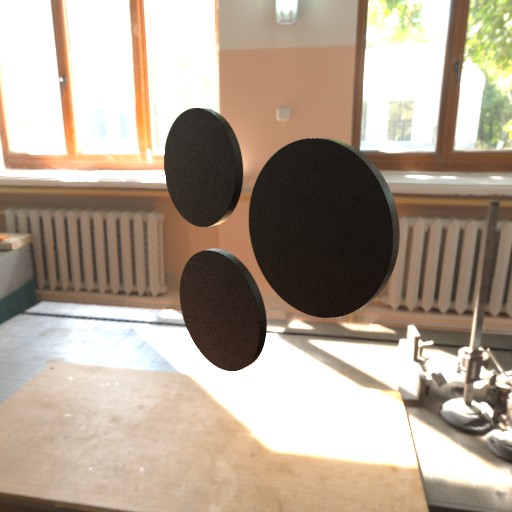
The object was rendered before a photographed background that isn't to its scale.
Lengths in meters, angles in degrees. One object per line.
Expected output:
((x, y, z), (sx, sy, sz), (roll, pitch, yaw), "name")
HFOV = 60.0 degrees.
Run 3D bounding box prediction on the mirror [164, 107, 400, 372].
((0.000, 0.000, 3.209), (0.076, 2.096, 2.160), (-14, 20, -43), "mirror")
